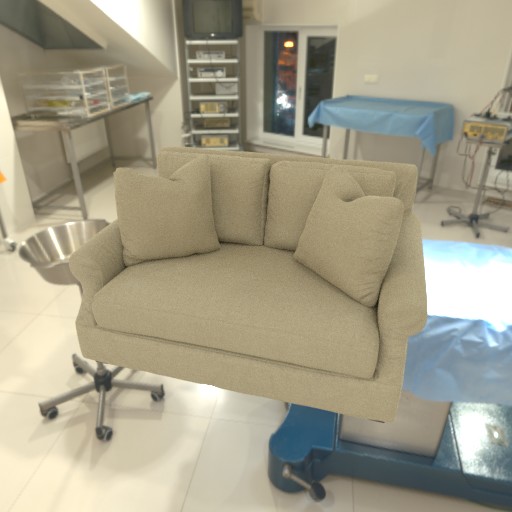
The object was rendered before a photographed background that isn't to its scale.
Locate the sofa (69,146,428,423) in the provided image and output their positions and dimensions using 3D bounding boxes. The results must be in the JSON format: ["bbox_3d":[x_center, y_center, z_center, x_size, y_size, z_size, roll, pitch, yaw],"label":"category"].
[{"bbox_3d":[0.000,0.000,2.170,1.550,0.905,1.070,8,29,14],"label":"sofa"}]
